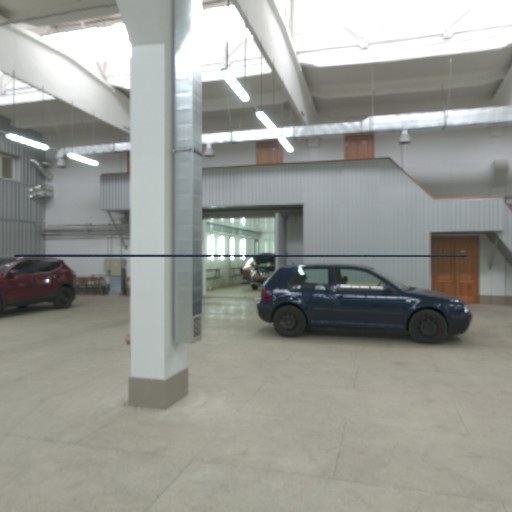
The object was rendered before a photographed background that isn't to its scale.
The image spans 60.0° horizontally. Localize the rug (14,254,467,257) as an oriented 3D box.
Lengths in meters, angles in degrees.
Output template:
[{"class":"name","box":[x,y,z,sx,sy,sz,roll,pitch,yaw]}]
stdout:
[{"class":"rug","box":[0.000,0.000,2.635,2.448,0.012,0.769,0,0,-19]}]
